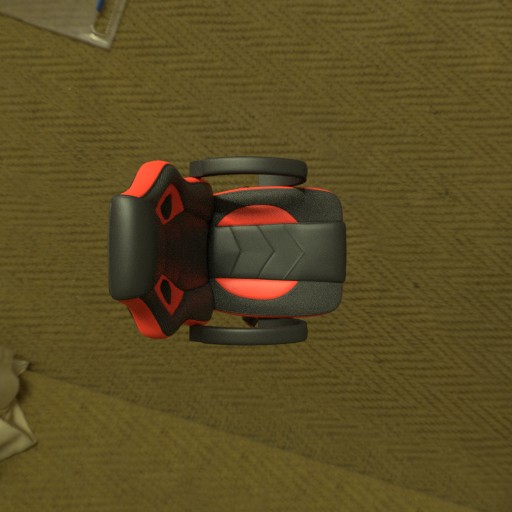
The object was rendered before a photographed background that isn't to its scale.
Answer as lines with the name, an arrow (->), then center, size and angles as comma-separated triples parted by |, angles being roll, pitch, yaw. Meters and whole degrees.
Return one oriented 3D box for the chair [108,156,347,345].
chair -> 0.000, 0.000, 1.419 | 0.642, 1.016, 0.600 | 0, 89, 0
